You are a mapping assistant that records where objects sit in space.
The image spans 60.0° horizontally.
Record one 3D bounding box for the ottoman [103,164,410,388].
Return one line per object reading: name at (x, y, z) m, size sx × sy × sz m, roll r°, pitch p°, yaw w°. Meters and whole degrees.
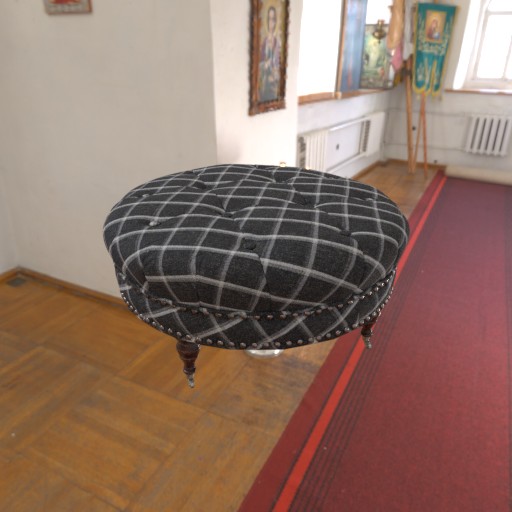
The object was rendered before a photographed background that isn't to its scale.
ottoman at (0.000, 0.000, 1.407) m, size 0.901 × 0.439 × 0.901 m, roll 0°, pitch 25°, yaw 0°
